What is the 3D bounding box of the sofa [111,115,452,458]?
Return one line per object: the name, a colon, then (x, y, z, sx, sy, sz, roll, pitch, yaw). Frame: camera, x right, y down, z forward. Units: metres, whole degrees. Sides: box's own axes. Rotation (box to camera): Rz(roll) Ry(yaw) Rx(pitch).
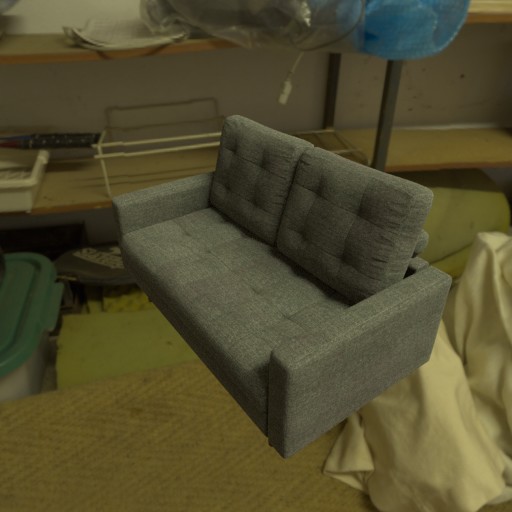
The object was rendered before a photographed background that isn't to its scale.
sofa: (0.000, 0.000, 1.969, 0.842, 0.907, 1.407, -21, 38, -30)
